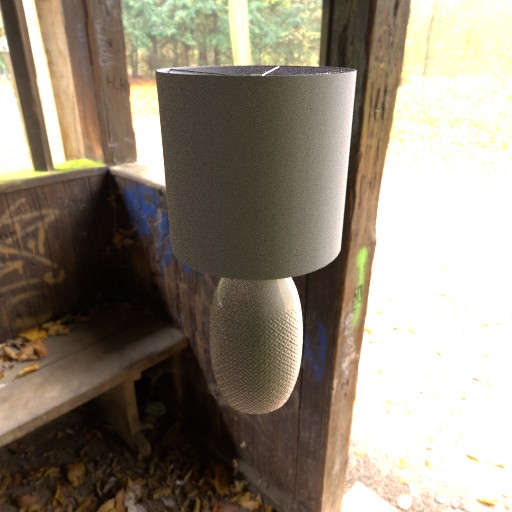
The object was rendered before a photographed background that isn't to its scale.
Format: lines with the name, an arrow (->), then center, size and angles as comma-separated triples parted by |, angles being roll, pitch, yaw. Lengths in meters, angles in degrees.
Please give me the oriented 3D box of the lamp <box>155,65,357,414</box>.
lamp -> 0.000, 0.000, 0.583 | 0.217, 0.453, 0.217 | 7, 26, 15
